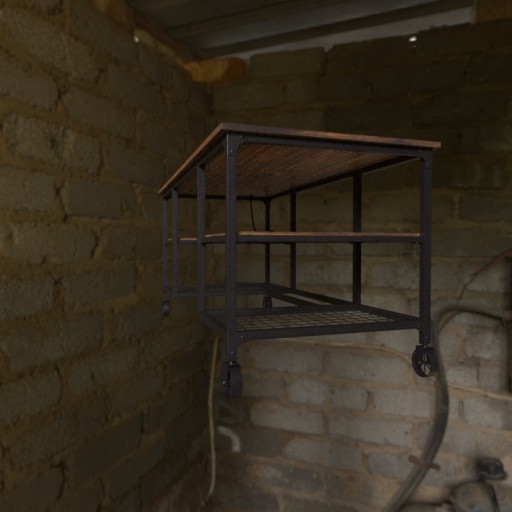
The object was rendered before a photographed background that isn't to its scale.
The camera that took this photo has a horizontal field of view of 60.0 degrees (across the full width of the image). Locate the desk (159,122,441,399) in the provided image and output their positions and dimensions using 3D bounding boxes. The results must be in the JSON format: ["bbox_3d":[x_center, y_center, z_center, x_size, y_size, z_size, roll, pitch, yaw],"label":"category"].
[{"bbox_3d":[0.000,0.000,2.031,0.711,0.751,1.590,0,1,-18],"label":"desk"}]
